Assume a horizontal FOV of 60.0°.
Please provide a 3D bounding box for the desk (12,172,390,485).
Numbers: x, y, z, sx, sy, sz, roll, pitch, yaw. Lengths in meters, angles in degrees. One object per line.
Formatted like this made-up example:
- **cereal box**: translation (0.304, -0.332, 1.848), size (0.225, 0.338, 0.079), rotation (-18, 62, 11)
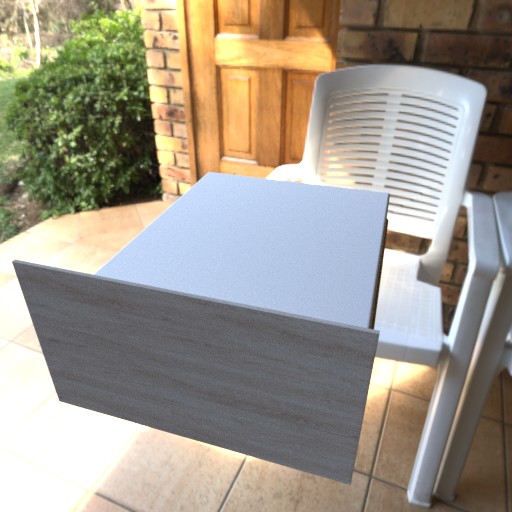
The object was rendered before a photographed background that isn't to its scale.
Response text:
- **desk**: translation (0.000, 0.000, 2.531), size (1.400, 0.800, 1.900), rotation (9, 33, 15)
